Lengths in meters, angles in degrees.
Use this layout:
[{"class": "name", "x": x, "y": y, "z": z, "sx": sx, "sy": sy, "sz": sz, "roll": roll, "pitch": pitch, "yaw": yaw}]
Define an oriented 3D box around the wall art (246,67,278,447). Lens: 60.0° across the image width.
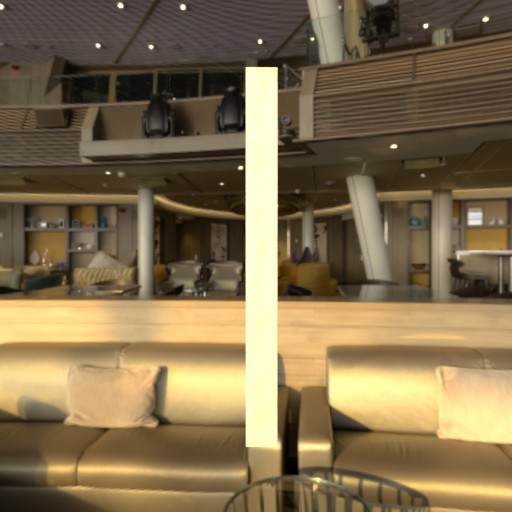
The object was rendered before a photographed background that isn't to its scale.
[{"class": "wall art", "x": 0.000, "y": 0.000, "z": 0.710, "sx": 0.032, "sy": 0.380, "sz": 0.532, "roll": 0, "pitch": 0, "yaw": -1}]
